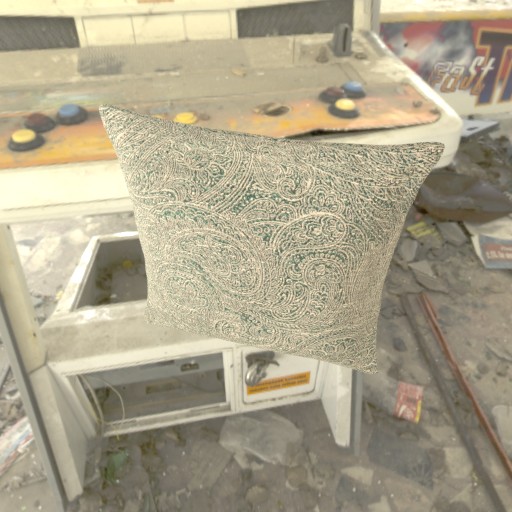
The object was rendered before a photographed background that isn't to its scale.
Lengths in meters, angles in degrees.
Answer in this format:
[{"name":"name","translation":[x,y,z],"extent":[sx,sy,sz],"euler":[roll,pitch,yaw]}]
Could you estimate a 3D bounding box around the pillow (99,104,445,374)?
[{"name":"pillow","translation":[0.000,0.000,0.809],"extent":[0.526,0.507,0.166],"euler":[10,41,12]}]
